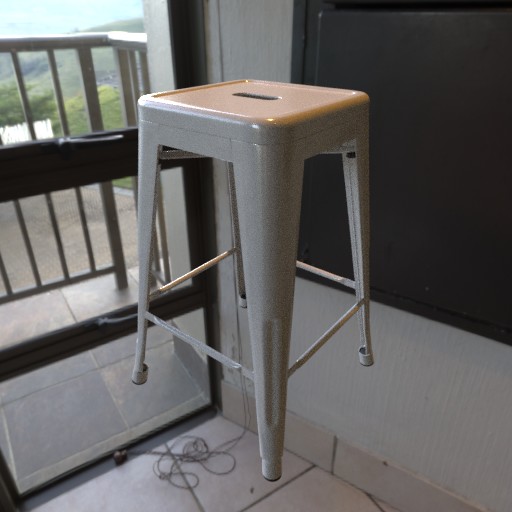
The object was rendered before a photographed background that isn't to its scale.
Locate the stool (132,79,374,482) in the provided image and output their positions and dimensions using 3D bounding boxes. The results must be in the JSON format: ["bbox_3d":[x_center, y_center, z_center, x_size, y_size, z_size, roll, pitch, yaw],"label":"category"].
[{"bbox_3d":[0.000,0.000,0.878,0.406,0.610,0.406,21,35,33],"label":"stool"}]
